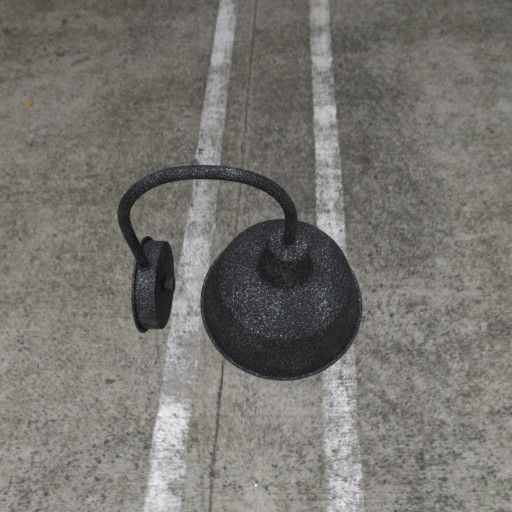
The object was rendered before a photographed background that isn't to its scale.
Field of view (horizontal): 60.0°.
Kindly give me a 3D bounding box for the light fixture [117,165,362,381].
[{"bbox_3d":[0.000,0.000,0.485,0.283,0.300,0.216,2,63,1],"label":"light fixture"}]
